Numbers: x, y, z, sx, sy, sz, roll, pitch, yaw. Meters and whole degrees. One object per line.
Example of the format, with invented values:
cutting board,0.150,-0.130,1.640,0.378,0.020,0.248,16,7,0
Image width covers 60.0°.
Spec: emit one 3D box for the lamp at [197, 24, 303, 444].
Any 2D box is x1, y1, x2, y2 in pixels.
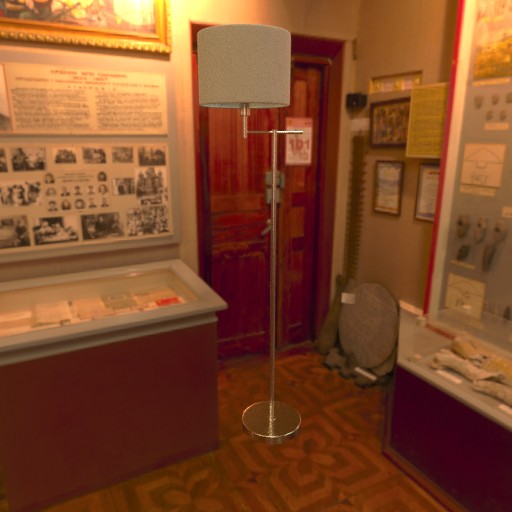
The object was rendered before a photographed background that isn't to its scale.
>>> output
lamp,0.000,0.000,1.766,0.416,1.600,0.324,-7,17,-25
